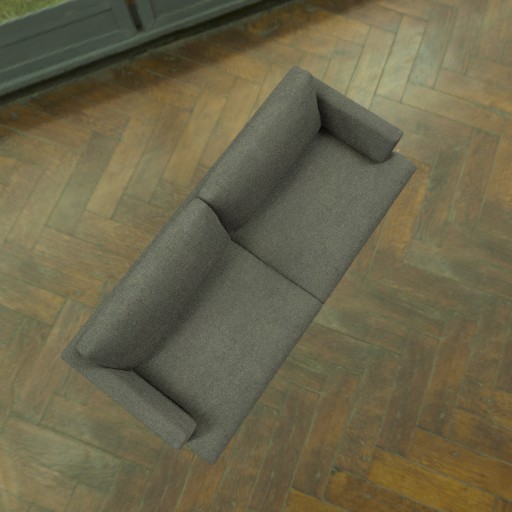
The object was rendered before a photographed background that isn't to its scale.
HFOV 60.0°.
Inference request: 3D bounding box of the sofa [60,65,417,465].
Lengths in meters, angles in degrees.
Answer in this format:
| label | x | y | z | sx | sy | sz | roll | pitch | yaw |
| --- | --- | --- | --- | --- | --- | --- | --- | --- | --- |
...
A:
| label | x | y | z | sx | sy | sz | roll | pitch | yaw |
| --- | --- | --- | --- | --- | --- | --- | --- | --- | --- |
| sofa | 0.000 | 0.000 | 2.737 | 1.020 | 0.868 | 2.250 | 35 | 79 | 8 |
